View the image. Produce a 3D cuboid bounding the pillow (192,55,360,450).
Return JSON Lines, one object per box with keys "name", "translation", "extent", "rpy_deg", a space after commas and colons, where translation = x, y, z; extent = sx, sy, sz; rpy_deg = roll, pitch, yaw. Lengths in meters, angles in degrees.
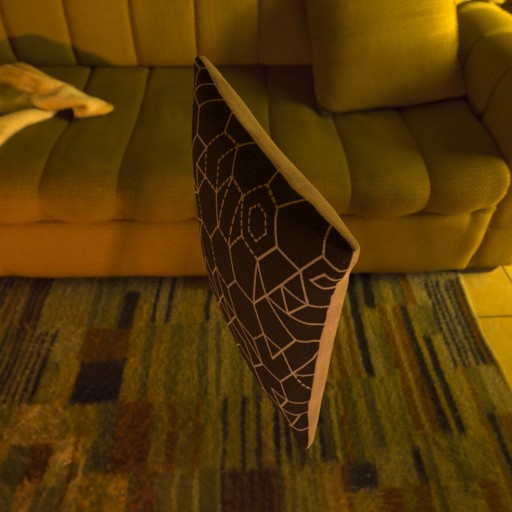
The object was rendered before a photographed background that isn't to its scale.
{"name": "pillow", "translation": [0.000, 0.000, 0.779], "extent": [0.158, 0.508, 0.517], "rpy_deg": [-16, 48, -16]}
